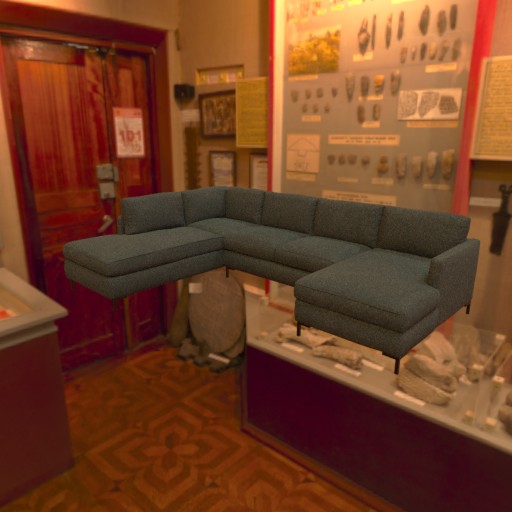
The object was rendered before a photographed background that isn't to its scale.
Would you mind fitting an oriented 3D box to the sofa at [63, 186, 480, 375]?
[{"bbox_3d":[0.000,0.000,3.711,2.956,0.813,2.007,15,22,41],"label":"sofa"}]
